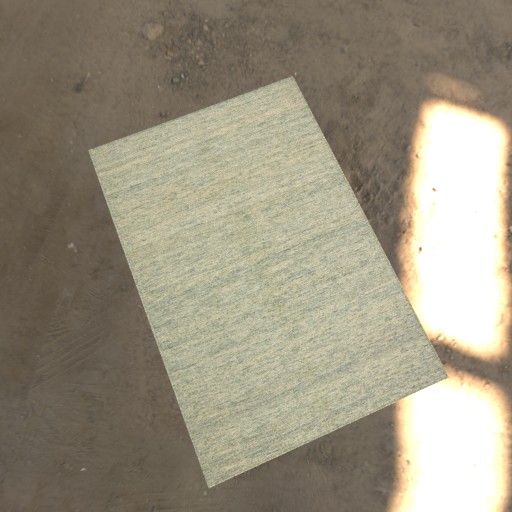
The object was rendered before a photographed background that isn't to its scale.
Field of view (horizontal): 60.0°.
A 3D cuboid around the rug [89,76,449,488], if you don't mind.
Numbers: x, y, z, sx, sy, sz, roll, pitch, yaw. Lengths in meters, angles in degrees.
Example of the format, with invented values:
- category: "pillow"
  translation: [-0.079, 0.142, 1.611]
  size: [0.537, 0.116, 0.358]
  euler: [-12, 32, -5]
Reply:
- category: "rug"
  translation: [0.000, 0.000, 2.307]
  size: [1.250, 0.015, 1.850]
  euler: [-22, 76, -6]
